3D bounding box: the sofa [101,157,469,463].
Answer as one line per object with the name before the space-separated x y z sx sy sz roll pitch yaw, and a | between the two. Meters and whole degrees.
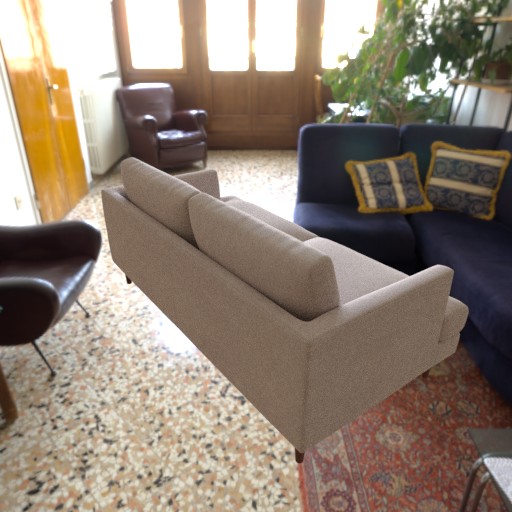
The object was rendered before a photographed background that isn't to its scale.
sofa | 0.000 0.000 2.447 1.020 0.868 1.948 -18 32 -32
